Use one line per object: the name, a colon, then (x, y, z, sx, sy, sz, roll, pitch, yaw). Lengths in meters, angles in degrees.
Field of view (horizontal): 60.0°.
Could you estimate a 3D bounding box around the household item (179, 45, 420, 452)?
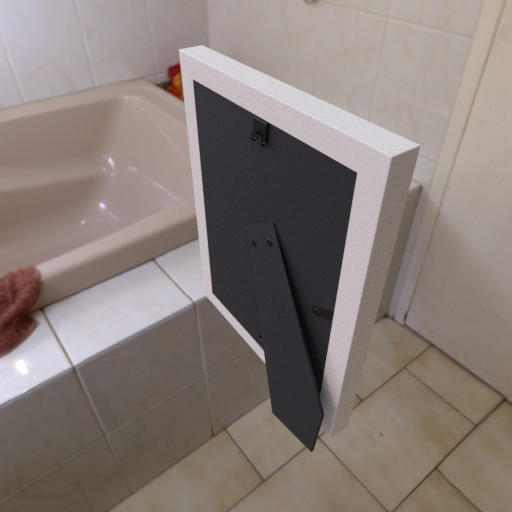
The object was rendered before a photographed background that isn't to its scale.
household item: (0.000, 0.000, 0.337, 0.045, 0.250, 0.200, -25, 46, -26)
